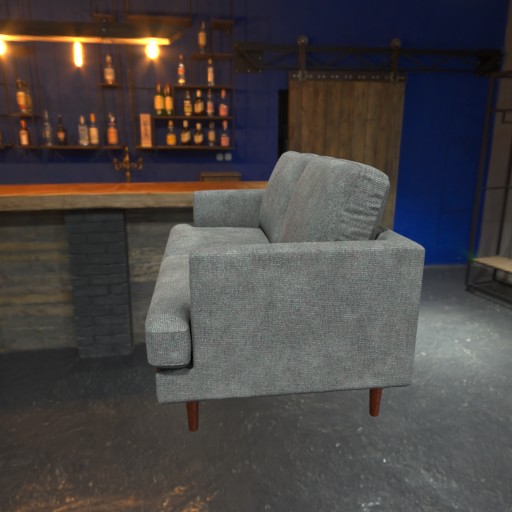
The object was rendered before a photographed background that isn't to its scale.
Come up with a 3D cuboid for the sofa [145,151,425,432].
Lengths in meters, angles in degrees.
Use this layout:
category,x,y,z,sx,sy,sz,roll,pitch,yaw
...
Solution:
category,x,y,z,sx,sy,sz,roll,pitch,yaw
sofa,0.000,0.000,2.145,0.903,0.956,1.582,-2,15,-7
